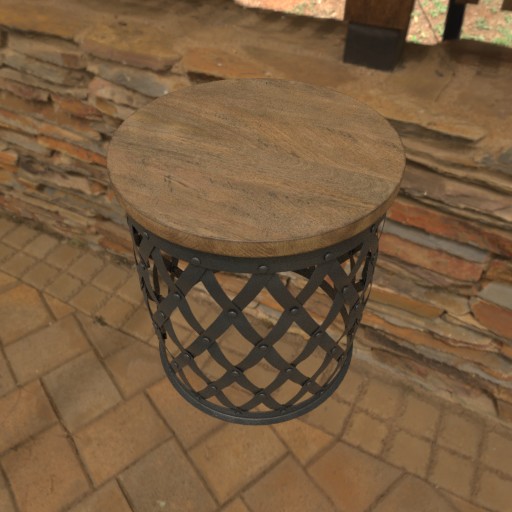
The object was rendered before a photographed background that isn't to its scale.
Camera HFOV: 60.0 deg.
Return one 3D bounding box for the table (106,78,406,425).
[{"bbox_3d":[0.000,0.000,0.774,0.405,0.454,0.405,0,45,0],"label":"table"}]
